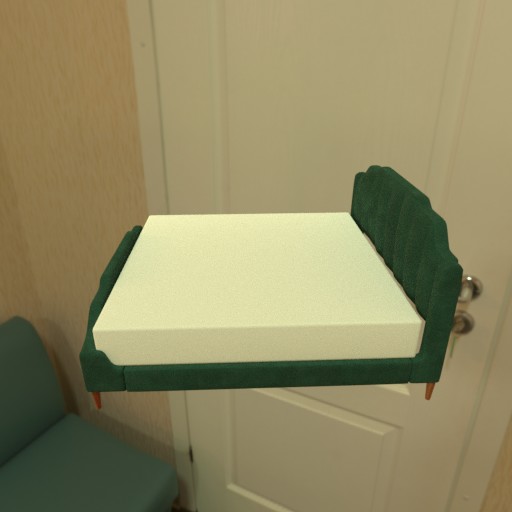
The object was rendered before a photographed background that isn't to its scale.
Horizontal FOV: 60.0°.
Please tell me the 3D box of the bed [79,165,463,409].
[{"bbox_3d":[0.000,0.000,3.612,2.340,1.245,2.074,-1,26,-2],"label":"bed"}]
